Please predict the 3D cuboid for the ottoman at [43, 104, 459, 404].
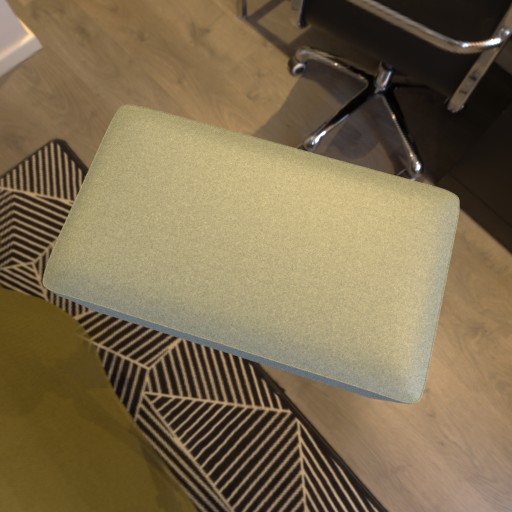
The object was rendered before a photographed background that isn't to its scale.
[{"bbox_3d":[0.000,0.000,1.552,1.173,0.494,0.681,17,75,5],"label":"ottoman"}]
